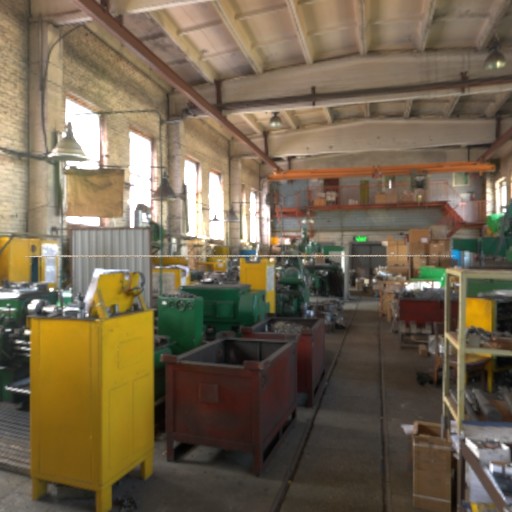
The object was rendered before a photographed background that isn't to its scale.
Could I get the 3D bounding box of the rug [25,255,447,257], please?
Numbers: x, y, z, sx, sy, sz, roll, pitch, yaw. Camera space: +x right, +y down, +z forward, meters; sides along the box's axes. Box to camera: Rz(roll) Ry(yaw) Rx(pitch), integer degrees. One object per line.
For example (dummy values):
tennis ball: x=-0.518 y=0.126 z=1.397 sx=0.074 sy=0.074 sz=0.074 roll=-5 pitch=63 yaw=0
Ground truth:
rug: x=0.000 y=0.000 z=2.732 sx=2.464 sy=0.005 sz=0.660 roll=0 pitch=0 yaw=-18
